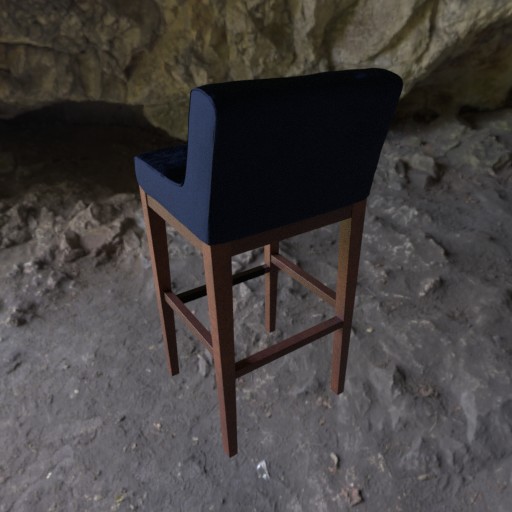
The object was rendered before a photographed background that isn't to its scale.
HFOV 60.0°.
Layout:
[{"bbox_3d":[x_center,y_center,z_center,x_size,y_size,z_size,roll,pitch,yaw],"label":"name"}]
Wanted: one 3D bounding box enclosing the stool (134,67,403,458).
[{"bbox_3d":[0.000,0.000,1.305,0.511,1.037,0.500,-19,35,-29],"label":"stool"}]
